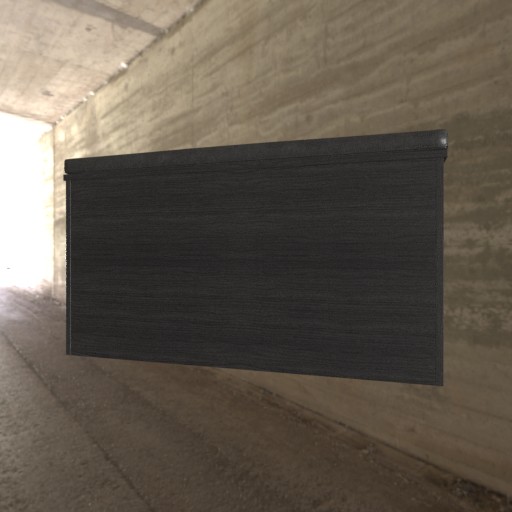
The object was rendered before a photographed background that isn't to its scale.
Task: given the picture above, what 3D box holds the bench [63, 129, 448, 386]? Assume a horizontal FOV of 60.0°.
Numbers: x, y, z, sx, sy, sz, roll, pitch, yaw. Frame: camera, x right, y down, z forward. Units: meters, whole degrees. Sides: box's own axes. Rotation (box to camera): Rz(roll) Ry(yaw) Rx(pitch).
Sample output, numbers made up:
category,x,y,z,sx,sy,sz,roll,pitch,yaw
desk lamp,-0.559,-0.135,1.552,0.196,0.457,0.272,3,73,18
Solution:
category,x,y,z,sx,sy,sz,roll,pitch,yaw
bench,0.000,0.000,1.179,0.905,0.501,0.401,0,0,18
